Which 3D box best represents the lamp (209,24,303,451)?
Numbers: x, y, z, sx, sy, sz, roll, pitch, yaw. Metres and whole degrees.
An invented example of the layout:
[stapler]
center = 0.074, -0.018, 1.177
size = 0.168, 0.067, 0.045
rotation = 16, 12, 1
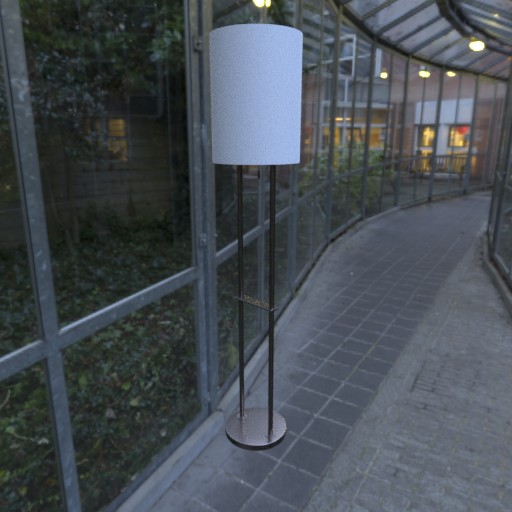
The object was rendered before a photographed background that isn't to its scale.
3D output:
[lamp]
center = 0.000, 0.000, 1.648
size = 0.305, 1.500, 0.306
rotation = -14, 21, -43
